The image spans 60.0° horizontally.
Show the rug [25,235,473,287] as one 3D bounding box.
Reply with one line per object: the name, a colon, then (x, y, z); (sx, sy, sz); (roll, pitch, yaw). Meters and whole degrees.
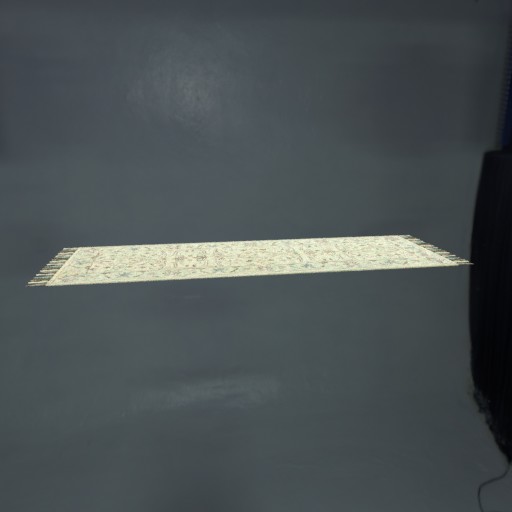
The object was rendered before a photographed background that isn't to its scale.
rug: (0.000, 0.000, 2.740); (2.440, 0.013, 0.769); (-2, 16, -9)
